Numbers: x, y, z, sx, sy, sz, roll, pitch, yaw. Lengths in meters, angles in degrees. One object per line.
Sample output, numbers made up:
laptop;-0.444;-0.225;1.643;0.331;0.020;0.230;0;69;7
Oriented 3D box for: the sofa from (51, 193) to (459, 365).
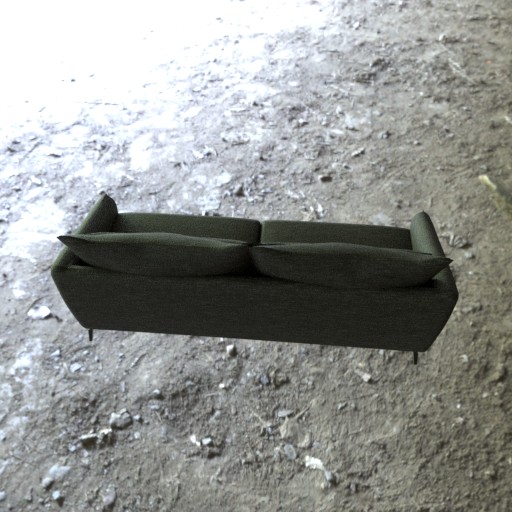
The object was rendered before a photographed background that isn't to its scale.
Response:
sofa;0.000;0.000;2.431;2.019;0.843;0.807;3;46;3
